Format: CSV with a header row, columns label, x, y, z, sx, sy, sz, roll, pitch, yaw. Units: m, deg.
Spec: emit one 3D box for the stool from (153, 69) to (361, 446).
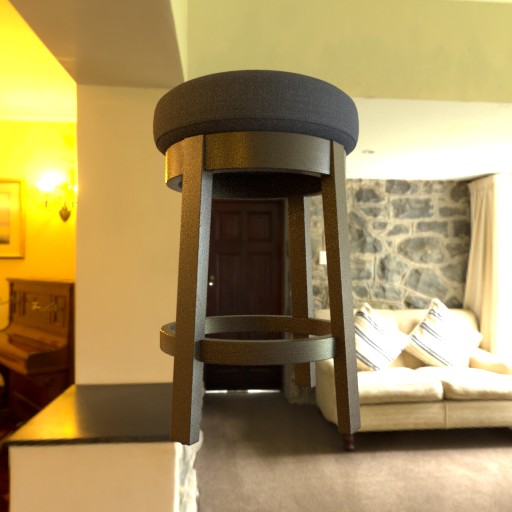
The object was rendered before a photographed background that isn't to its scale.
label,x,y,z,sx,sy,sz,roll,pitch,yaw
stool,0.000,0.000,0.943,0.449,0.655,0.449,0,-1,0
